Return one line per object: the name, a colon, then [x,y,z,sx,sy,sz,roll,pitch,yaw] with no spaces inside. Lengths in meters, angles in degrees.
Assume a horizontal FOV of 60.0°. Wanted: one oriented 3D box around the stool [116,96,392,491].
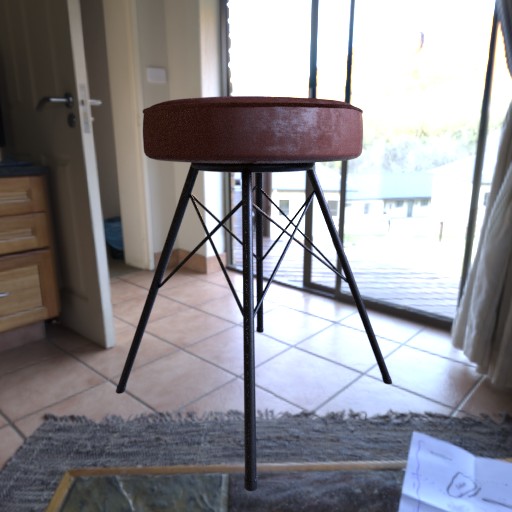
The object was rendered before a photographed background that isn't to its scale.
stool: [0.000,0.000,0.906,0.421,0.593,0.457,13,19,42]
